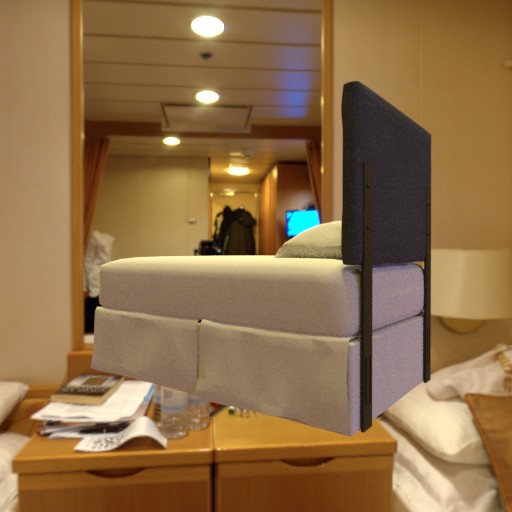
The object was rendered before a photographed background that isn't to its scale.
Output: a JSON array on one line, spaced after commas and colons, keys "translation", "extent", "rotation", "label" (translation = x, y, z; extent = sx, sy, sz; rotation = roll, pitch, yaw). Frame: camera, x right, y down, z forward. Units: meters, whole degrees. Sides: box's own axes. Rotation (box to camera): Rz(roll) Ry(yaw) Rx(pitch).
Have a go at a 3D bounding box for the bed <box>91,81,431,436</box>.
[{"translation": [0.000, 0.000, 2.980], "extent": [1.997, 1.571, 1.261], "rotation": [0, 1, 37], "label": "bed"}]
